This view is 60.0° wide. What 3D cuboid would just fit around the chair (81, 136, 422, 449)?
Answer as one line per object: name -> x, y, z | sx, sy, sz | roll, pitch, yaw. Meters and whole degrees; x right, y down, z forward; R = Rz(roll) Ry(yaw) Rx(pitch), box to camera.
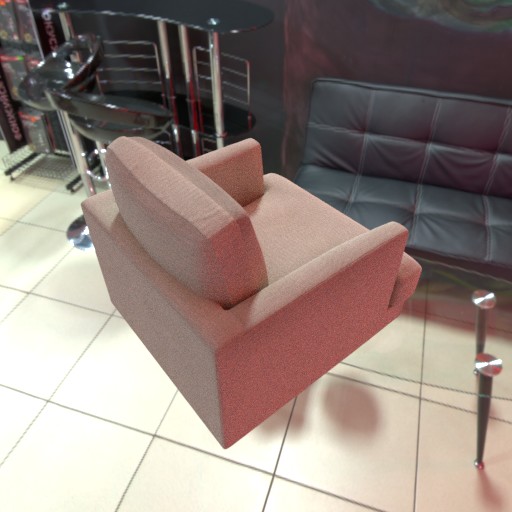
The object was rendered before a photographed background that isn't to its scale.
chair -> 0.000, 0.000, 1.628 | 0.899, 0.957, 0.858 | -28, 49, -28
